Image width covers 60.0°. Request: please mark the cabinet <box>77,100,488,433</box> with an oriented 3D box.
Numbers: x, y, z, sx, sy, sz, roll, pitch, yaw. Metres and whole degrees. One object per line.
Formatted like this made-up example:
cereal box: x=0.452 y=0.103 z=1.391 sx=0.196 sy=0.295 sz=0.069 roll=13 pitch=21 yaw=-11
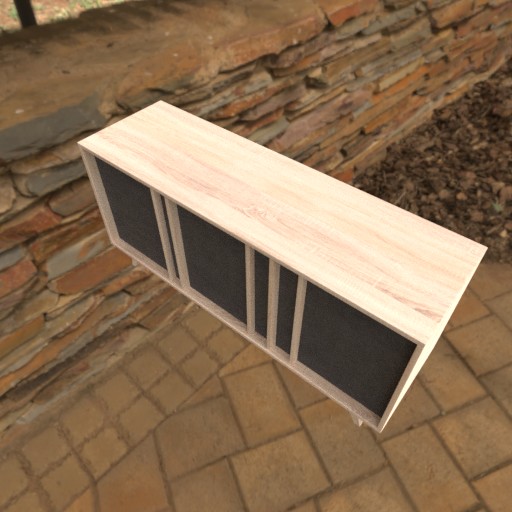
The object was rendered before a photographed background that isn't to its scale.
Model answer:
cabinet: x=0.000 y=0.000 z=2.032 sx=1.650 sy=0.780 sz=0.500 roll=31 pitch=54 yaw=26
